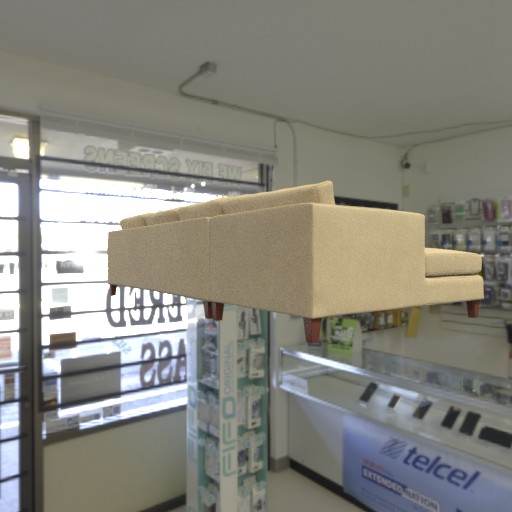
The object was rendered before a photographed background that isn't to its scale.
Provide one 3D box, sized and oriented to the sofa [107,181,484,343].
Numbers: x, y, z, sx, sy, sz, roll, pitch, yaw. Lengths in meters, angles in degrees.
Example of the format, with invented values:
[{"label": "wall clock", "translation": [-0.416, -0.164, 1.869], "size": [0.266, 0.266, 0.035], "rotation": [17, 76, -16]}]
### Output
[{"label": "sofa", "translation": [0.000, 0.000, 3.884], "size": [1.625, 0.846, 3.186], "rotation": [0, 0, -36]}]
